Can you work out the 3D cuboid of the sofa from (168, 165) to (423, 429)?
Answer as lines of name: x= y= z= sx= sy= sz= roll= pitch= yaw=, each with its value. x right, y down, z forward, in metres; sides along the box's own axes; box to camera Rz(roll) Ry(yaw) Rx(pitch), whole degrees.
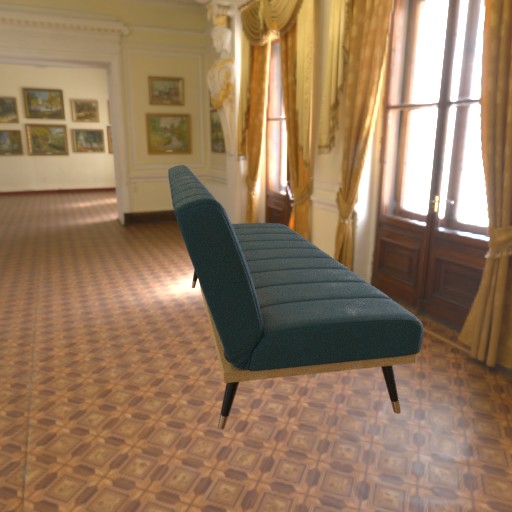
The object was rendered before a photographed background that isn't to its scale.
sofa: x=0.000 y=0.000 z=2.265 sx=0.830 sy=0.825 sz=1.810 roll=-3 pitch=15 yaw=-11
